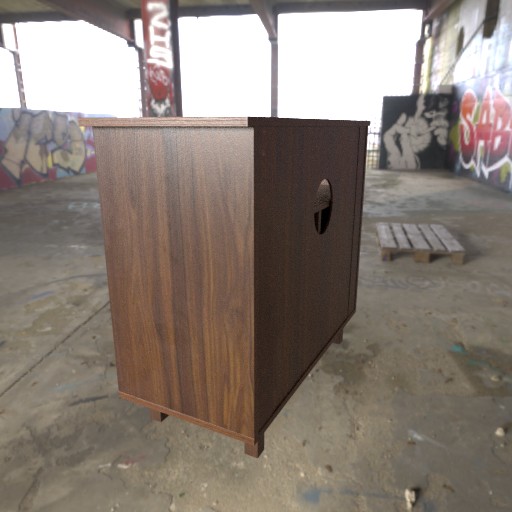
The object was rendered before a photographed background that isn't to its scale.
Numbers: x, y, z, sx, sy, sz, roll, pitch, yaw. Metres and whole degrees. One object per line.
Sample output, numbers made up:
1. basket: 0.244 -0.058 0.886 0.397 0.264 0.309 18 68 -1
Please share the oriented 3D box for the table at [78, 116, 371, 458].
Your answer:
1. table: 0.000 0.000 1.232 0.390 0.725 0.802 8 18 26
